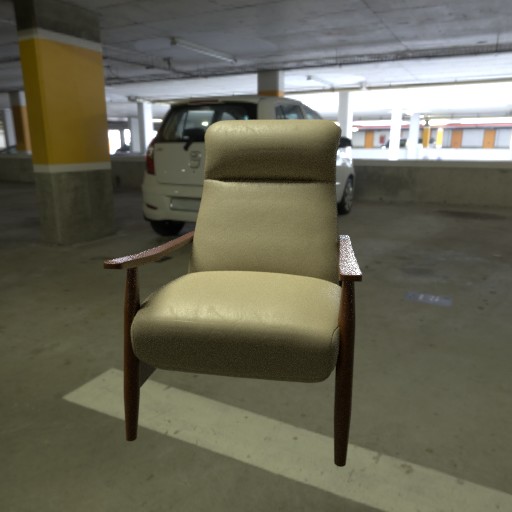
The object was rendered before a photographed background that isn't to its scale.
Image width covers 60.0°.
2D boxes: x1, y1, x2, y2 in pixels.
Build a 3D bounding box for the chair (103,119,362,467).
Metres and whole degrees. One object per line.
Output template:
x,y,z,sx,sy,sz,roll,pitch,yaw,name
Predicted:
0.000,0.000,1.763,0.762,1.082,1.014,2,14,10,chair
